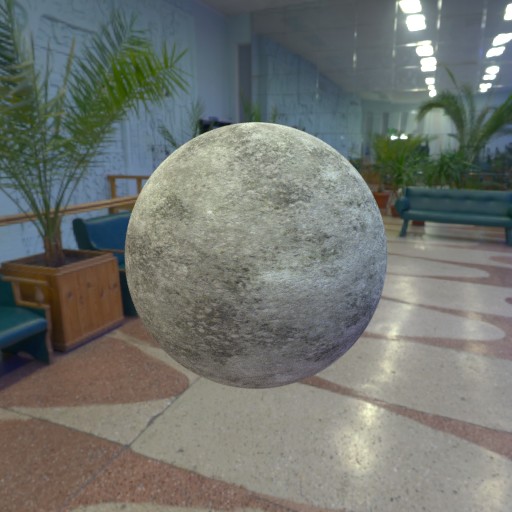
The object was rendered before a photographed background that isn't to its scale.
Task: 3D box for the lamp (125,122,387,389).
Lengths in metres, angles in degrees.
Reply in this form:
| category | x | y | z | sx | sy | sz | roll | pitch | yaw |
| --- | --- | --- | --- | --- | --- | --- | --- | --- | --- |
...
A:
| category | x | y | z | sx | sy | sz | roll | pitch | yaw |
| --- | --- | --- | --- | --- | --- | --- | --- | --- | --- |
| lamp | 0.000 | 0.000 | 0.743 | 0.422 | 0.429 | 0.422 | 0 | 14 | 0 |
